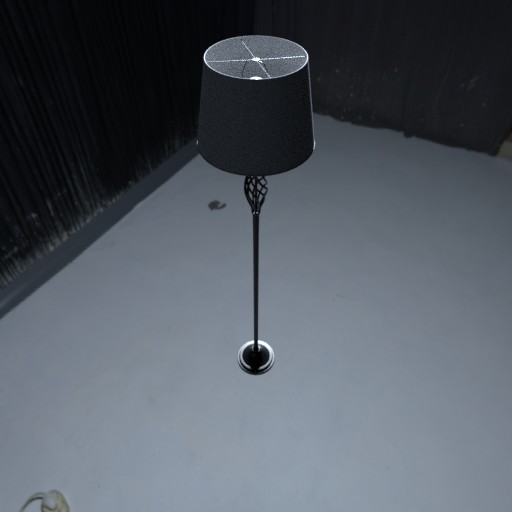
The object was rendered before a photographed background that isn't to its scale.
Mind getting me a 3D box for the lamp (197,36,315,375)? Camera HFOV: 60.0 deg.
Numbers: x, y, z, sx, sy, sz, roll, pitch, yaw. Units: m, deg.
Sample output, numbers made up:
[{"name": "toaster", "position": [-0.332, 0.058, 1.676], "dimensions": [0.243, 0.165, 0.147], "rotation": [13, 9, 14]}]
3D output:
[{"name": "lamp", "position": [0.000, 0.000, 1.823], "dimensions": [0.379, 1.623, 0.379], "rotation": [0, 47, 0]}]
